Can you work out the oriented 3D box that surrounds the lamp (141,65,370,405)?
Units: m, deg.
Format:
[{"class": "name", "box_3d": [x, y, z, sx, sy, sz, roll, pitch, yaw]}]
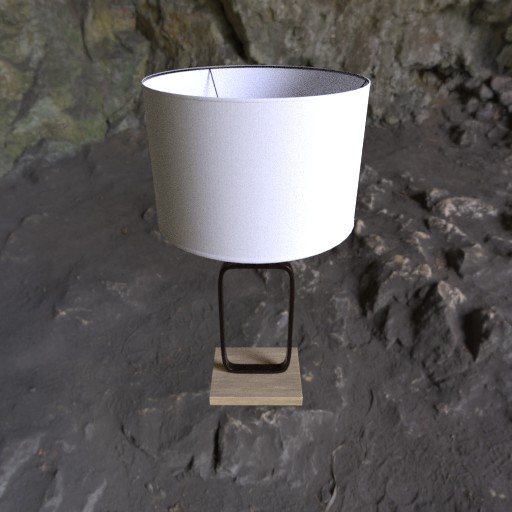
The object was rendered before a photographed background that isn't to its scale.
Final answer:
[{"class": "lamp", "box_3d": [0.000, 0.000, 0.677, 0.279, 0.508, 0.279, 0, 29, 0]}]
